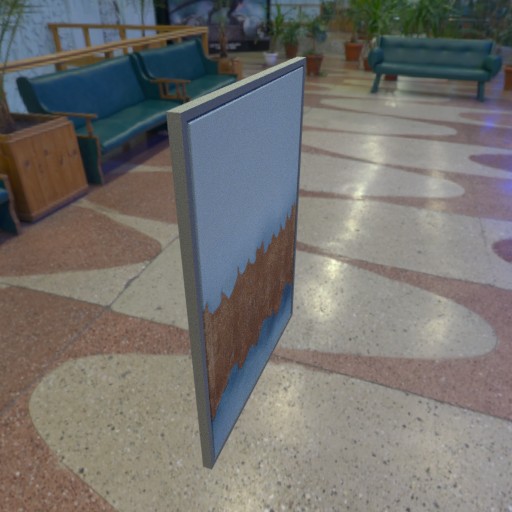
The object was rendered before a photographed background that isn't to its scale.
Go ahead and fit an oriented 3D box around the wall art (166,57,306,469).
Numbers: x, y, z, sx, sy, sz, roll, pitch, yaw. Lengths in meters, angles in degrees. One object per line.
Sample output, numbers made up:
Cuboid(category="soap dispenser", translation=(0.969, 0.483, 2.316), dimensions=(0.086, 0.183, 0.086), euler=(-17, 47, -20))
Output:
Cuboid(category="wall art", translation=(0.000, 0.000, 1.372), dimensions=(0.034, 1.042, 0.789), euler=(12, 33, 18))
